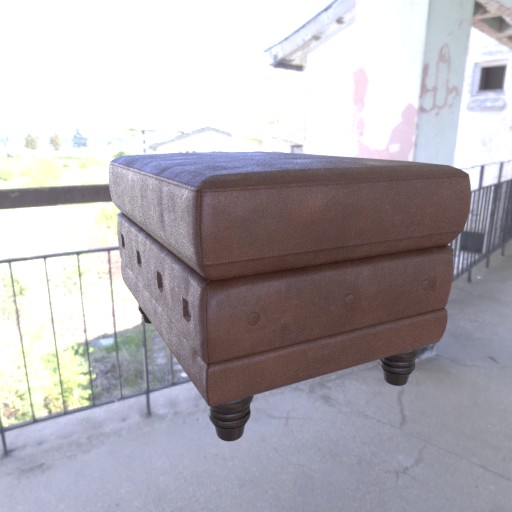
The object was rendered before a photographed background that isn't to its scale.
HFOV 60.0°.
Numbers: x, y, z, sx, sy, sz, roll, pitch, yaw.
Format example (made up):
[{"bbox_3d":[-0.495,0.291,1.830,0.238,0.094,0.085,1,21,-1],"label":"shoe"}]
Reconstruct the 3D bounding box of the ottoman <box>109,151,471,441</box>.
[{"bbox_3d":[0.000,0.000,1.146,0.588,0.509,0.795,-8,17,-26],"label":"ottoman"}]
